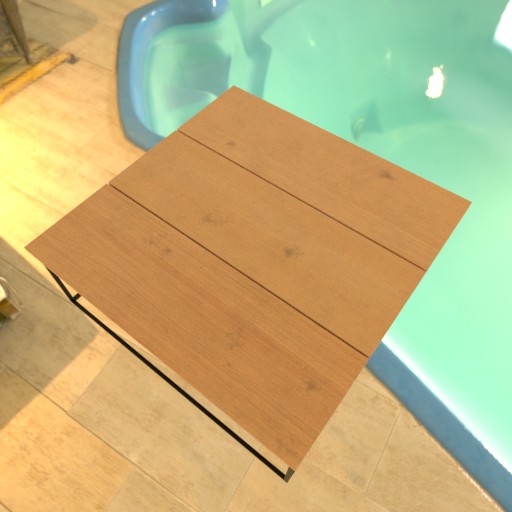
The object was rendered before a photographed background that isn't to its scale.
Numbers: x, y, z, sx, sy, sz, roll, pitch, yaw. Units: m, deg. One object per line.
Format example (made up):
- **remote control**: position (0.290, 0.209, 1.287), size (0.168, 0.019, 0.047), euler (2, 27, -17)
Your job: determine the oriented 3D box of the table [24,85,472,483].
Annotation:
- **table**: position (0.000, 0.000, 1.693), size (1.100, 0.400, 1.100), euler (33, 62, 20)
